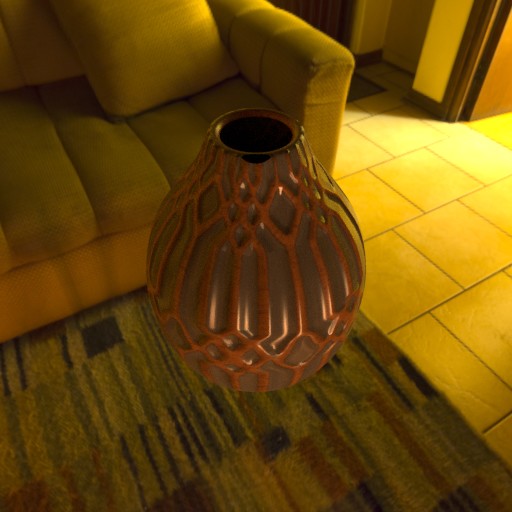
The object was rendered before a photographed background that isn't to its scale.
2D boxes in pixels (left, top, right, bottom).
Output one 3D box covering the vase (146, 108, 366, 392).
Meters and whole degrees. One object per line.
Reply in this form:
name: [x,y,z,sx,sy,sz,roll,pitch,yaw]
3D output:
vase: [0.000,0.000,0.139,0.069,0.088,0.069,0,46,0]
